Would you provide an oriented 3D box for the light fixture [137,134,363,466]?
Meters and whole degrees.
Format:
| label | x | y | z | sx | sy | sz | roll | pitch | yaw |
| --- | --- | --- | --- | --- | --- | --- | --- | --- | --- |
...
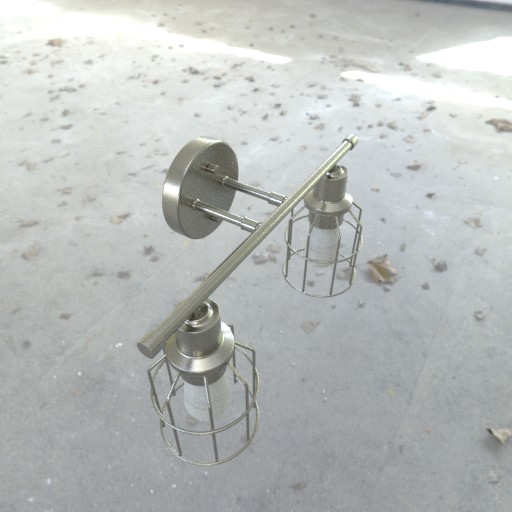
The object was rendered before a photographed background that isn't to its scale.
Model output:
| label | x | y | z | sx | sy | sz | roll | pitch | yaw |
| --- | --- | --- | --- | --- | --- | --- | --- | --- | --- |
| light fixture | 0.000 | 0.000 | 0.525 | 0.165 | 0.254 | 0.406 | 23 | 46 | 23 |
